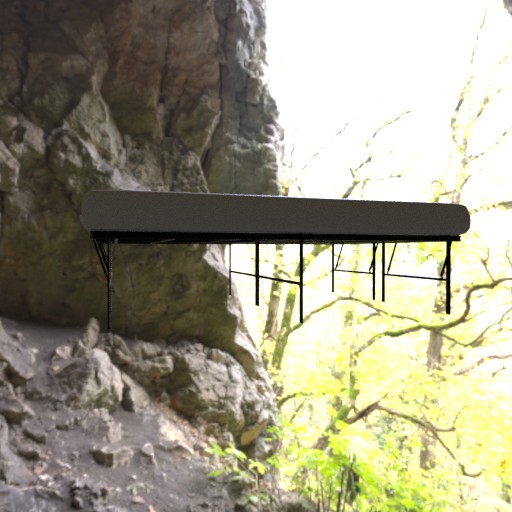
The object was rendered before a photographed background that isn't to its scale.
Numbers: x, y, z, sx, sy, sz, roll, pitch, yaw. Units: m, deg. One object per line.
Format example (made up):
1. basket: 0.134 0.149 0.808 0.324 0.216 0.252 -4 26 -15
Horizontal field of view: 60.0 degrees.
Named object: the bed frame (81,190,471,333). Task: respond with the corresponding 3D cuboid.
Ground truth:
1. bed frame: 0.000 0.000 2.969 2.151 0.667 1.584 0 1 -18
